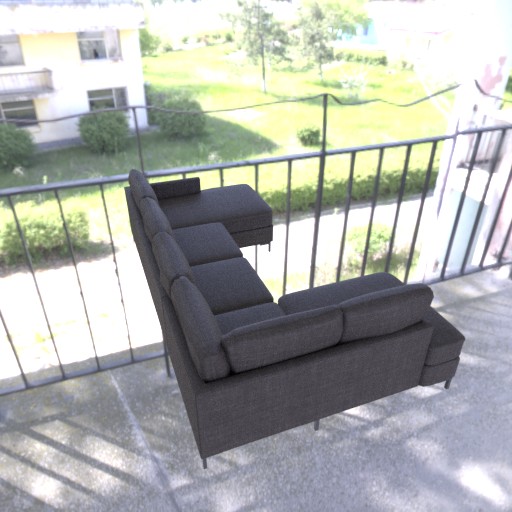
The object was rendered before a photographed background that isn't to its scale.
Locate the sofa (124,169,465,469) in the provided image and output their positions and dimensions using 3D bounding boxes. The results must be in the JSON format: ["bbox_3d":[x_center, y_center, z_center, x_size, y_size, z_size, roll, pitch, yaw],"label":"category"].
[{"bbox_3d":[0.000,0.000,4.324,2.048,0.999,3.423,-11,33,-18],"label":"sofa"}]
